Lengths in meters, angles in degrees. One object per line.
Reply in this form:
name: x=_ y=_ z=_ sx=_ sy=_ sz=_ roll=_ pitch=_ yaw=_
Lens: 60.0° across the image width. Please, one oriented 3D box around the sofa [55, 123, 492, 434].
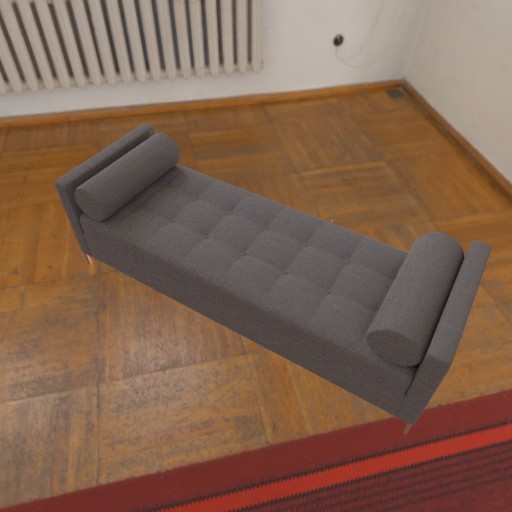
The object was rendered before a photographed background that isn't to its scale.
sofa: x=0.000 y=0.000 z=2.281 sx=1.981 sy=0.635 sz=0.686 roll=24 pitch=51 yaw=21
